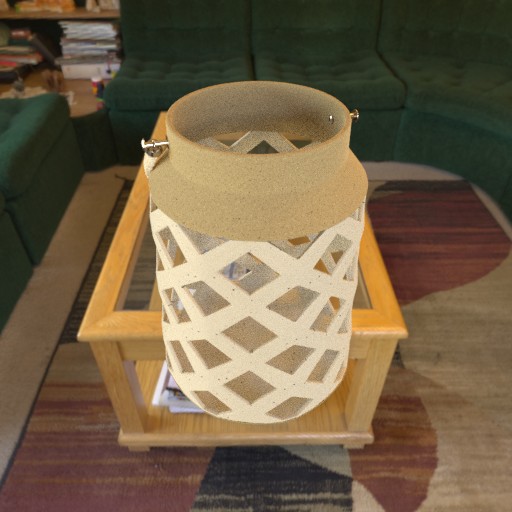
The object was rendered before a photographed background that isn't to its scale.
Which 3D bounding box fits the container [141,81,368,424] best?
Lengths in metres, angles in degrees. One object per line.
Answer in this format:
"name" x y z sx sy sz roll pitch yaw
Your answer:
"container" 0.000 0.000 0.338 0.163 0.229 0.172 -12 42 -14
